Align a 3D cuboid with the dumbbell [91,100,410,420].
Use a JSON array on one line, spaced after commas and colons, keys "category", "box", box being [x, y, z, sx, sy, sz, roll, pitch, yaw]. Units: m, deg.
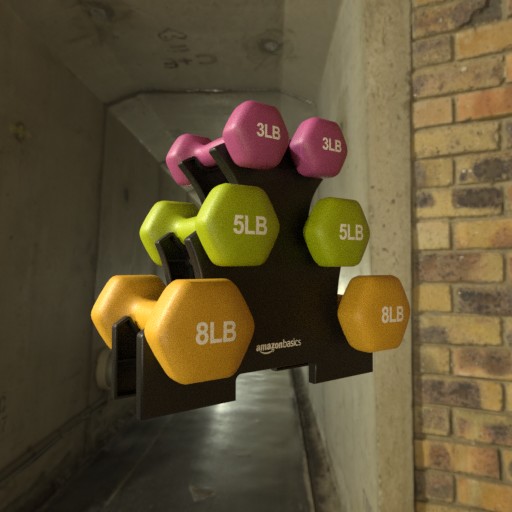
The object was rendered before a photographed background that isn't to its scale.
[{"category": "dumbbell", "box": [0.000, 0.000, 0.475, 0.300, 0.271, 0.190, 1, -1, -35]}]
